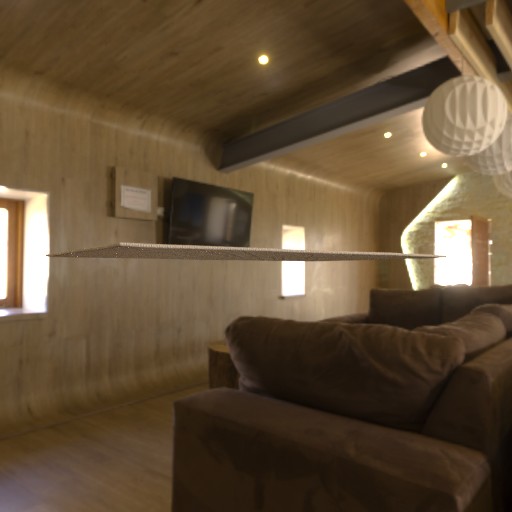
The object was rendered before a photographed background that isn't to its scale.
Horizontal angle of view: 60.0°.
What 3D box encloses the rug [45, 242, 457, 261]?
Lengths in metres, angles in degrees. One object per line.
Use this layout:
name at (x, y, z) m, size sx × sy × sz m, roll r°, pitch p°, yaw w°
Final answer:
rug at (0.000, 0.000, 3.121) m, size 2.459 × 0.023 × 1.575 m, roll 1°, pitch -2°, yaw -35°
